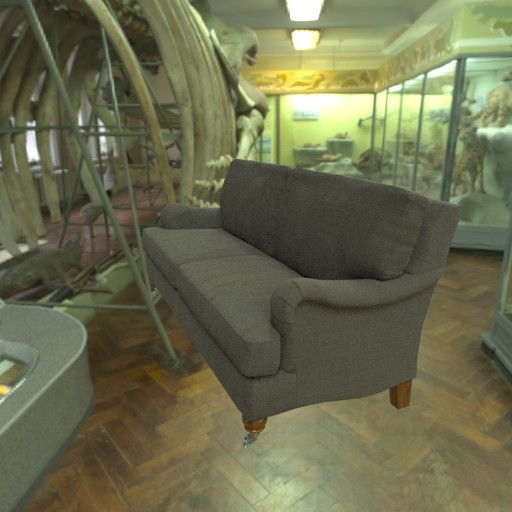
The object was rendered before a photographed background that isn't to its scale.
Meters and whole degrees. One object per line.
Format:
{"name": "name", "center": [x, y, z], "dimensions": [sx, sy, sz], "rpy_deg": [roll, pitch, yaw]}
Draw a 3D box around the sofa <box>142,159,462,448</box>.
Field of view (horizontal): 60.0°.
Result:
{"name": "sofa", "center": [0.000, 0.000, 2.785], "dimensions": [1.086, 1.087, 2.165], "rpy_deg": [-7, 18, -23]}
